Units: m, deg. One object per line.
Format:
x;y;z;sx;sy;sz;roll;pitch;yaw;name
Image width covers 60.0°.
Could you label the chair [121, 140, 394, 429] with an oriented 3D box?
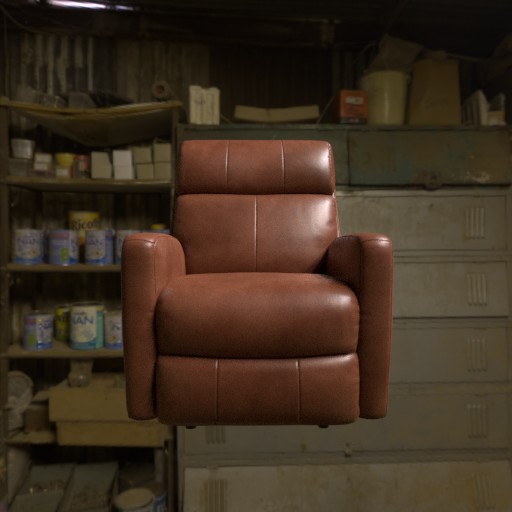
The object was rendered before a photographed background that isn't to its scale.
0.000;0.000;1.651;0.787;1.016;0.939;0;2;-1;chair
